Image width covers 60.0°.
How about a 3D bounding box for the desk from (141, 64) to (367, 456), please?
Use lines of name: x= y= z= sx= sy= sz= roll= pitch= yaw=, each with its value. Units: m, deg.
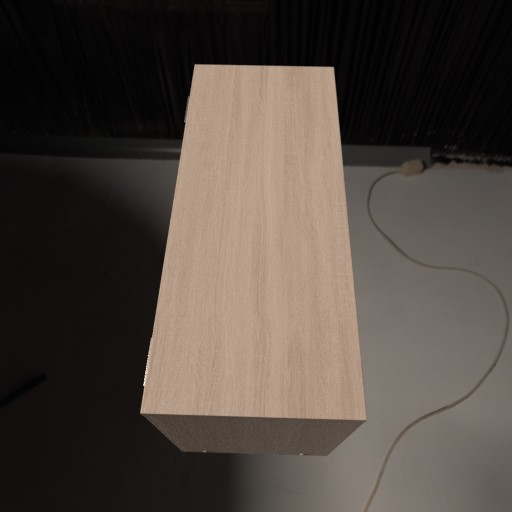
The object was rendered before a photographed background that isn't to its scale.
desk: x=0.000 y=0.000 z=1.790 sx=0.600 sy=0.740 sz=1.390 roll=1 pitch=59 yaw=1
